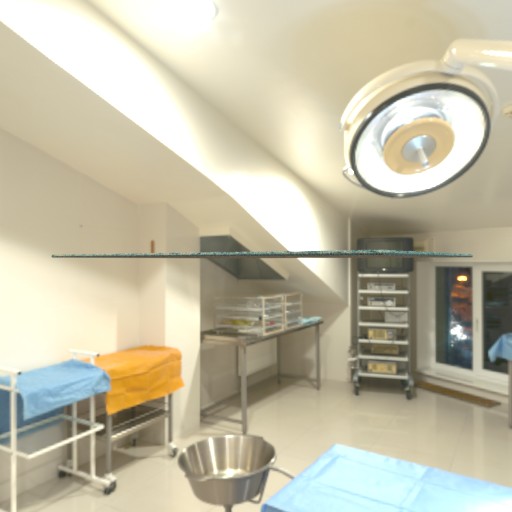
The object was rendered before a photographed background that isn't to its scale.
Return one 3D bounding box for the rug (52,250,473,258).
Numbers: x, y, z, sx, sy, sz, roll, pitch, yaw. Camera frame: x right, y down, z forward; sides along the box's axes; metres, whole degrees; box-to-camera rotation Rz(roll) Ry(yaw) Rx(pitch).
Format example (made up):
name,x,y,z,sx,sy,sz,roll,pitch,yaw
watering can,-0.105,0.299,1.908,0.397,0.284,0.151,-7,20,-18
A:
name,x,y,z,sx,sy,sz,roll,pitch,yaw
rug,0.000,0.000,2.305,1.829,0.016,1.219,0,-1,37
